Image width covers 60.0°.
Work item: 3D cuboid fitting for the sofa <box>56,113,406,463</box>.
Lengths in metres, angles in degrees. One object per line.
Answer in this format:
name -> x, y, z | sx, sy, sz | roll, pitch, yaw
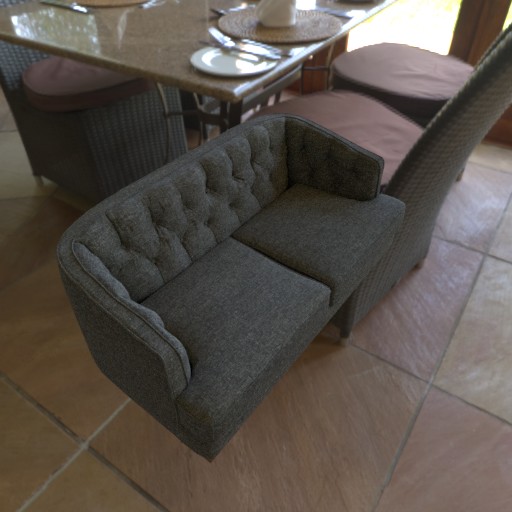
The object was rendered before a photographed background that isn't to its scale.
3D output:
sofa -> 0.000, 0.000, 2.276 | 0.941, 0.855, 1.733 | 27, 48, 27
